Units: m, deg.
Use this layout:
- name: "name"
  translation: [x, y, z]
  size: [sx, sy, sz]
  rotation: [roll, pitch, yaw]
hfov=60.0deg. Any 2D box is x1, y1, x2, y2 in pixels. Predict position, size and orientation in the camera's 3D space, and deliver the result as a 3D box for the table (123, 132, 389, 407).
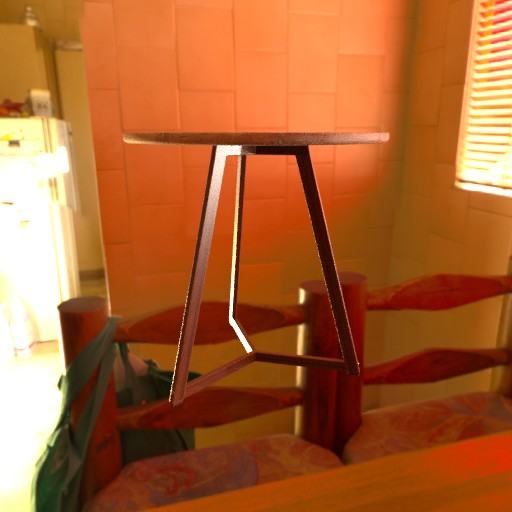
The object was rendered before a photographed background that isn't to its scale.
- name: "table"
  translation: [0.000, 0.000, 0.931]
  size: [0.500, 0.500, 0.500]
  rotation: [0, 16, 0]
